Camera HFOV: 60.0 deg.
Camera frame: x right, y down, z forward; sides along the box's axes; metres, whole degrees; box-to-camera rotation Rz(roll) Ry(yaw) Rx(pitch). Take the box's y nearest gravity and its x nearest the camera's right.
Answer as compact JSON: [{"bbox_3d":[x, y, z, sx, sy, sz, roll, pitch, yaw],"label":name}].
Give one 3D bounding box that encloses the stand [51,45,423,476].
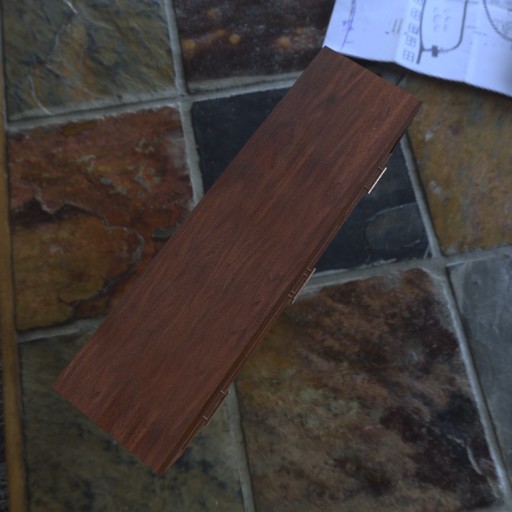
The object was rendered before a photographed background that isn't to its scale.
[{"bbox_3d":[0.000,0.000,1.871,0.481,0.610,1.626,35,77,9],"label":"stand"}]
